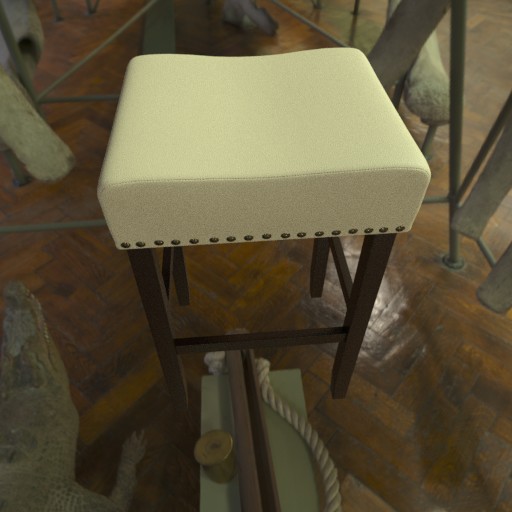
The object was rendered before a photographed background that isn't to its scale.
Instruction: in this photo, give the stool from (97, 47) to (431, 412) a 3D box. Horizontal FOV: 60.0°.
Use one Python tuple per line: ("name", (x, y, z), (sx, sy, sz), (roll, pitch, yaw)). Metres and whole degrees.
("stool", (0.000, 0.000, 1.004), (0.471, 0.762, 0.401), (-4, 48, -3))
